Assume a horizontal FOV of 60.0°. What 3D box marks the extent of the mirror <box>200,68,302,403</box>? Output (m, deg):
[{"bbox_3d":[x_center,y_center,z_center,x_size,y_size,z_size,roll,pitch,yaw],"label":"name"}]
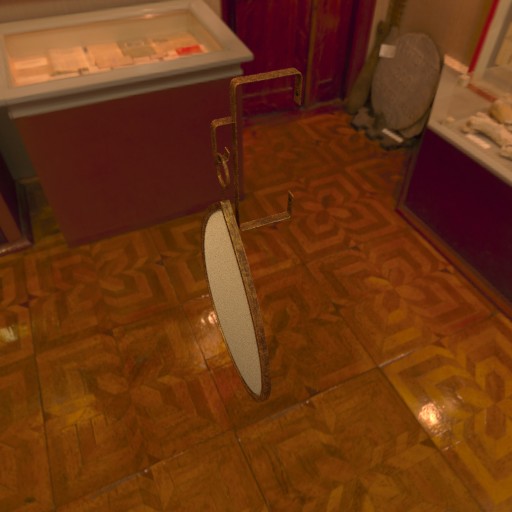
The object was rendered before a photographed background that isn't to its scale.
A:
[{"bbox_3d":[0.000,0.000,0.912,0.144,0.744,0.405,-17,48,-16],"label":"mirror"}]
